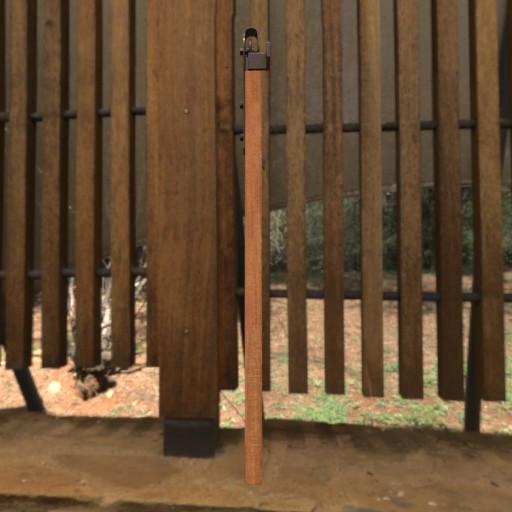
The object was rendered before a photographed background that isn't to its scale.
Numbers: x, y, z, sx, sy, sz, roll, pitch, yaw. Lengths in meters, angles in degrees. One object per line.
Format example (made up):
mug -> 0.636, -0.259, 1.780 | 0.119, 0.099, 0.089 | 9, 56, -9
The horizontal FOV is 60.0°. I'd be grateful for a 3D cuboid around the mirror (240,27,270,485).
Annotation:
mirror -> 0.000, 0.000, 1.129 | 0.054, 0.800, 0.805 | 0, -2, 0
